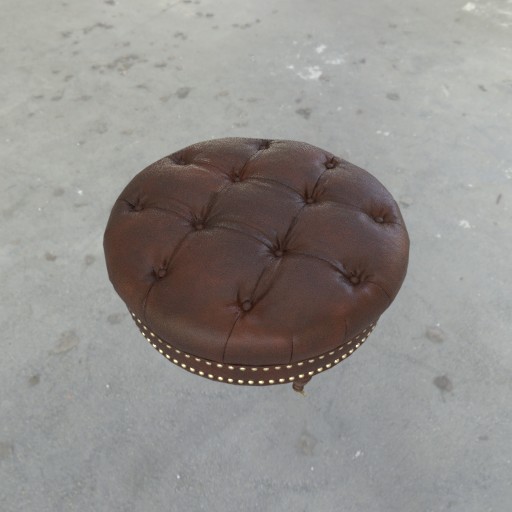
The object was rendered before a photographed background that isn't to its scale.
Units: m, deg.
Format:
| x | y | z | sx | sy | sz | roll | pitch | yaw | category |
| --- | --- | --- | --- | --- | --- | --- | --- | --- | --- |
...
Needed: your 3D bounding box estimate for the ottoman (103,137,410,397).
| x | y | z | sx | sy | sz | roll | pitch | yaw | category |
| --- | --- | --- | --- | --- | --- | --- | --- | --- | --- |
| 0.000 | 0.000 | 1.429 | 0.901 | 0.455 | 0.901 | 0 | 47 | 0 | ottoman |
